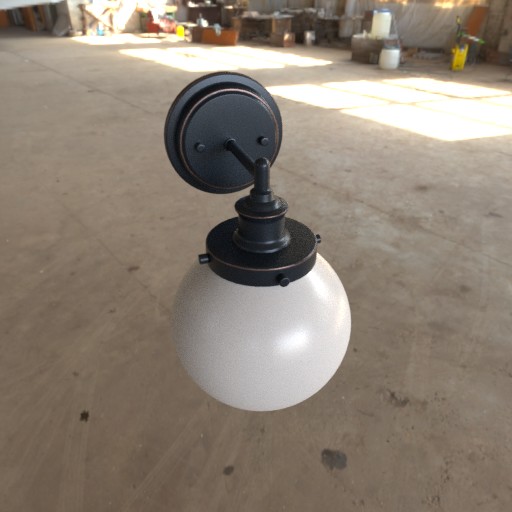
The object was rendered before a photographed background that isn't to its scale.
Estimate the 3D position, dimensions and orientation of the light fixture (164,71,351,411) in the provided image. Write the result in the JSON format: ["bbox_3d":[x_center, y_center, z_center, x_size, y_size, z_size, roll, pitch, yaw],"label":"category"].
[{"bbox_3d":[0.000,0.000,0.470,0.197,0.332,0.230,-10,33,-16],"label":"light fixture"}]
